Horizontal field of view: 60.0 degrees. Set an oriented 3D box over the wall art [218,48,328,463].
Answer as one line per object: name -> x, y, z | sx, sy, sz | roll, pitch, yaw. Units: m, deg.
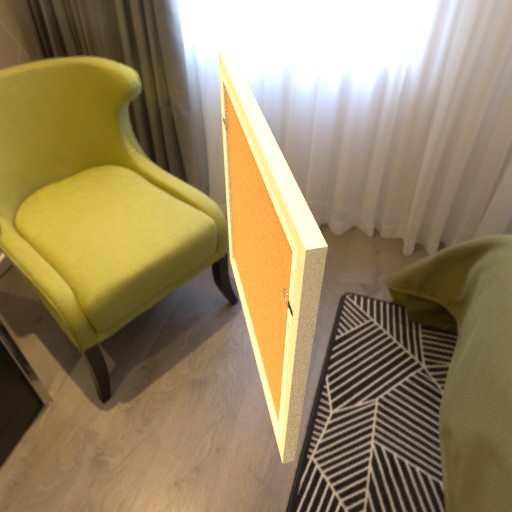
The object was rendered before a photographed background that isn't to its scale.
wall art -> 0.000, 0.000, 1.522 | 0.045, 1.016, 1.016 | -9, 45, -9
